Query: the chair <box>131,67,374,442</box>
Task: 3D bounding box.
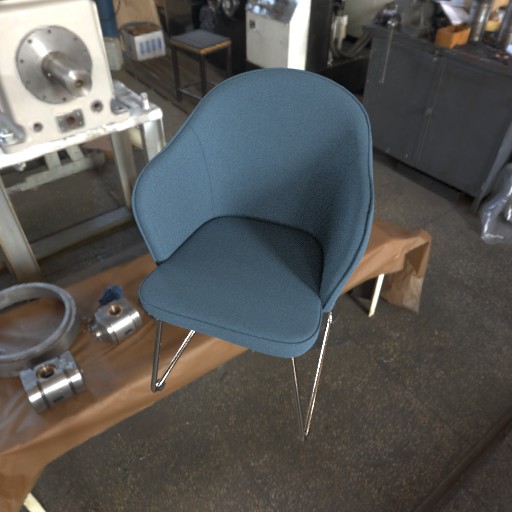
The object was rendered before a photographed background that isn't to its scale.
[{"bbox_3d":[0.000,0.000,1.212,0.570,0.815,0.585,13,43,14],"label":"chair"}]
